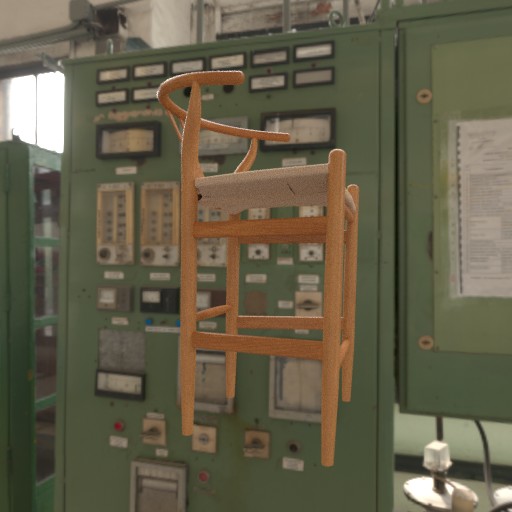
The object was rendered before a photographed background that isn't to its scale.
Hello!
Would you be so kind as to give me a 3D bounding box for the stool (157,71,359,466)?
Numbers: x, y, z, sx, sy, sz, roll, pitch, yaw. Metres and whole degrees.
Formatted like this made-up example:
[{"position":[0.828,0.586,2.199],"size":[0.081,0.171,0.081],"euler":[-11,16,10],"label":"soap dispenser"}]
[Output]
[{"position":[0.000,0.000,1.336],"size":[0.579,0.970,0.569],"euler":[0,-1,16],"label":"stool"}]
